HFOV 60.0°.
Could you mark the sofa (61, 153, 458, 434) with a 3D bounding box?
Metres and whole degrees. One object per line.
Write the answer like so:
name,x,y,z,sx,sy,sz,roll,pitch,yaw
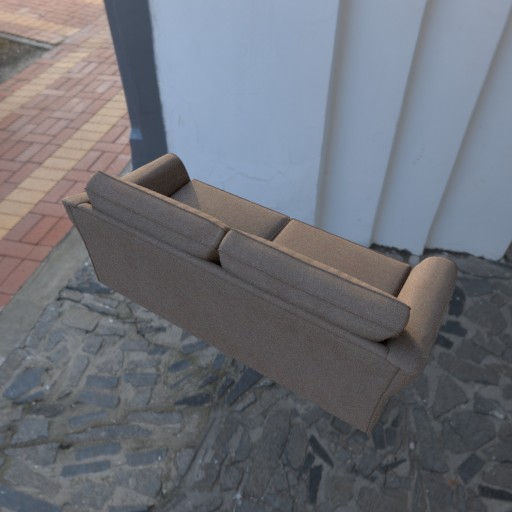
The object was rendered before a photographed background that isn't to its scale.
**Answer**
sofa,0.000,0.000,2.792,2.270,0.906,0.986,24,50,22
